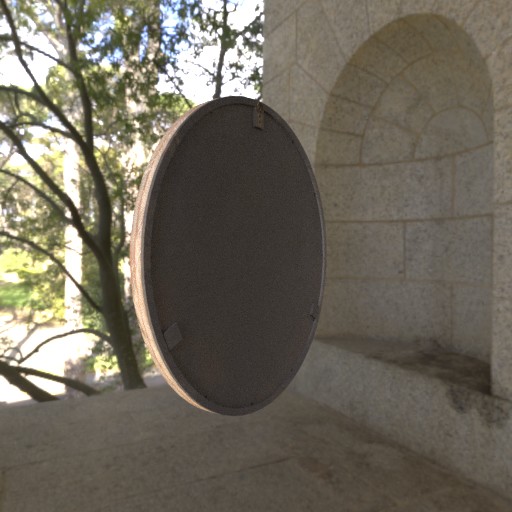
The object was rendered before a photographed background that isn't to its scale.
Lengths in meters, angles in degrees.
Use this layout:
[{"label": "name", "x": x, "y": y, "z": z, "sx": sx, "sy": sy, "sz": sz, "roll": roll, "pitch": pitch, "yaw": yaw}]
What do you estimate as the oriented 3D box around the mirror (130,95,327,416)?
[{"label": "mirror", "x": 0.000, "y": 0.000, "z": 1.034, "sx": 0.038, "sy": 0.710, "sz": 0.710, "roll": 0, "pitch": 1, "yaw": 34}]
